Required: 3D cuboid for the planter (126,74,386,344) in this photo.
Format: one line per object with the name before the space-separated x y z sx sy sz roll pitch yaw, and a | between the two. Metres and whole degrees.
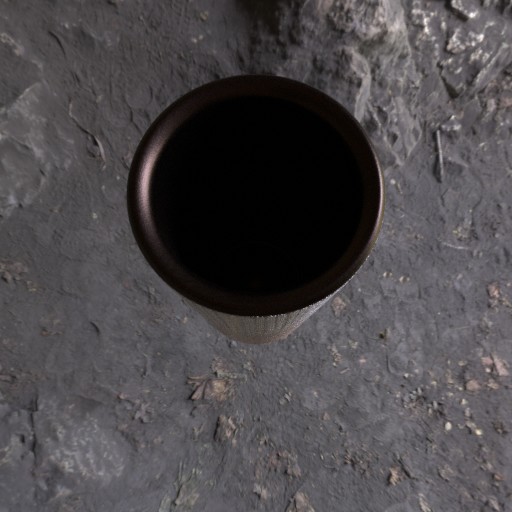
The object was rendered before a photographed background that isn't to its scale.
planter | 0.000 0.000 0.278 0.100 0.227 0.100 37 79 8
